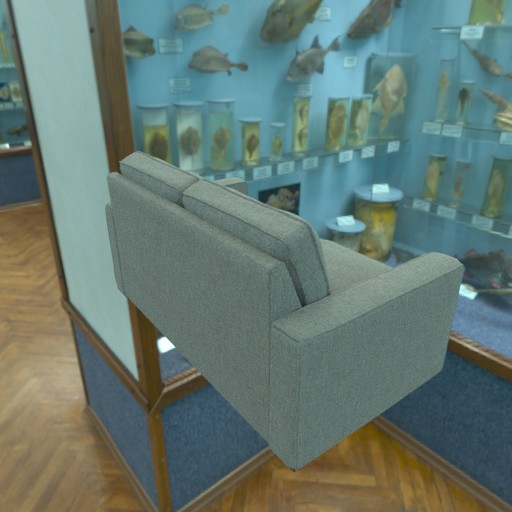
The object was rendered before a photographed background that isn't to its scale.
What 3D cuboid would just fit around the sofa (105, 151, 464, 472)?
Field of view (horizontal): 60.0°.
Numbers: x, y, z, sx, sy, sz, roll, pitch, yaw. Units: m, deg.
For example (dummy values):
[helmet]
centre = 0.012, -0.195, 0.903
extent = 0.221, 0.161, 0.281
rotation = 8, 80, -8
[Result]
[sofa]
centre = 0.000, 0.000, 2.245
extent = 0.945, 0.915, 1.706
rotation = -18, 31, -33
